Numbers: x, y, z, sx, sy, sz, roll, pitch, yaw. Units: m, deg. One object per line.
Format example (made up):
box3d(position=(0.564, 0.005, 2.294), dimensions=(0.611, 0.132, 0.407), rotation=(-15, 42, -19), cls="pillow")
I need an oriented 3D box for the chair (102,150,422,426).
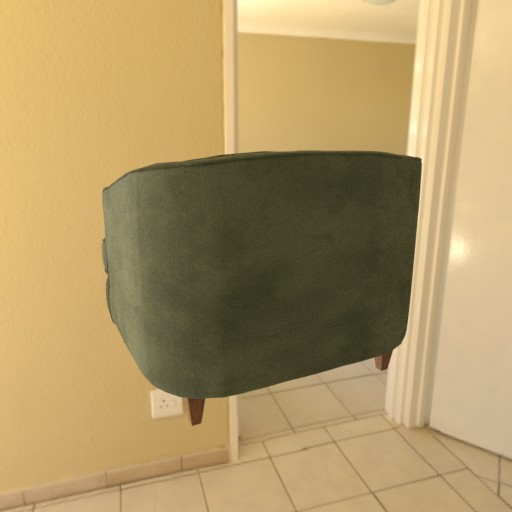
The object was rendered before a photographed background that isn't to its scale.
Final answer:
box3d(position=(0.000, 0.000, 1.801), dimensions=(1.104, 0.852, 0.941), rotation=(-7, 16, -25), cls="chair")
